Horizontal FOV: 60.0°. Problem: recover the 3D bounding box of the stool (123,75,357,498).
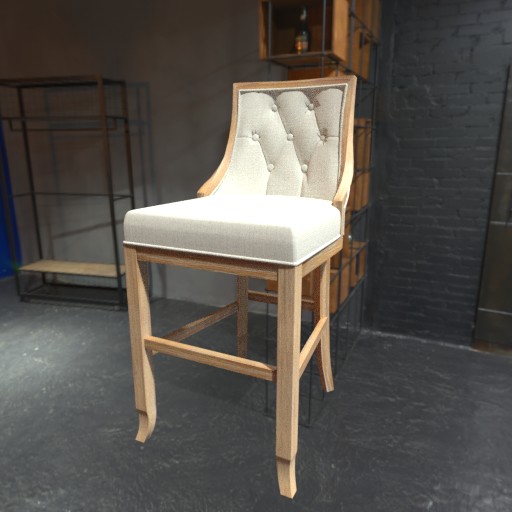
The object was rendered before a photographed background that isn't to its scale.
[{"bbox_3d":[0.000,0.000,1.397,0.524,1.101,0.626,7,16,26],"label":"stool"}]
